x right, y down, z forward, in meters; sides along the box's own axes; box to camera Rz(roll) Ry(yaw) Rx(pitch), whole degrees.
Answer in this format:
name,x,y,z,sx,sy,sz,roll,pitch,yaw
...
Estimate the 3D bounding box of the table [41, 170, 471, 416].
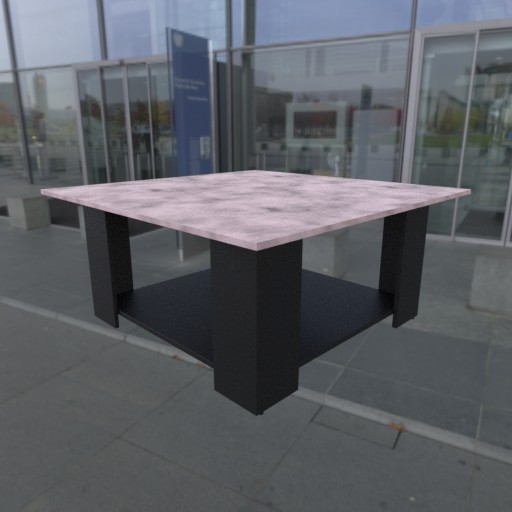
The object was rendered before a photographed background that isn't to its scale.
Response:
name,x,y,z,sx,sy,sz,roll,pitch,yaw
table,0.000,0.000,1.017,0.670,0.305,0.670,15,22,43
